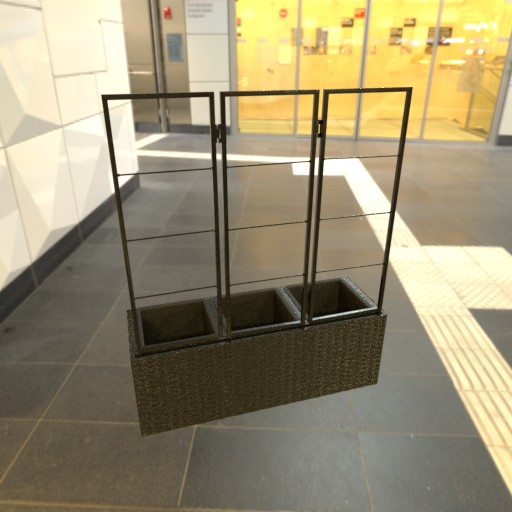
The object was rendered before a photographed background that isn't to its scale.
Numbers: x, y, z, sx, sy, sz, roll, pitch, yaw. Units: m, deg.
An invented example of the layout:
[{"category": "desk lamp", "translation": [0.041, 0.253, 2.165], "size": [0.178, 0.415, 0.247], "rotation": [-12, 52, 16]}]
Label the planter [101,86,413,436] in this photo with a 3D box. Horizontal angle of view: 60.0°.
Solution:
[{"category": "planter", "translation": [0.000, 0.000, 1.175], "size": [0.698, 0.841, 0.244], "rotation": [-7, 26, -15]}]
